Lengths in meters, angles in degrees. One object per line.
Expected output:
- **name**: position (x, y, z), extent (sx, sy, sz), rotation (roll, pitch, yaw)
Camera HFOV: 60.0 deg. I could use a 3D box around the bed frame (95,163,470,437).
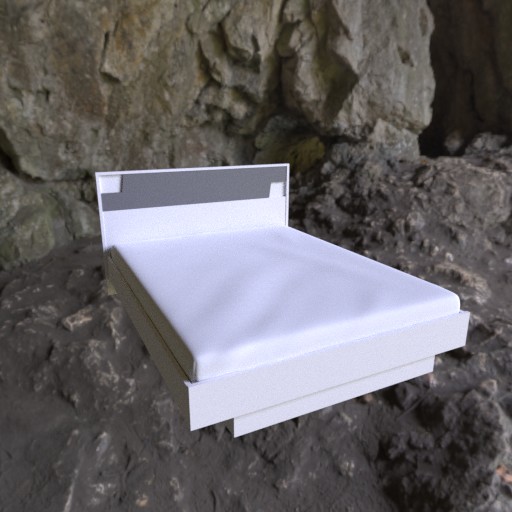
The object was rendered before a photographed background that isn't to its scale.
- **bed frame**: position (0.000, 0.000, 3.007), extent (1.711, 1.001, 2.100), rotation (-8, 19, -25)
